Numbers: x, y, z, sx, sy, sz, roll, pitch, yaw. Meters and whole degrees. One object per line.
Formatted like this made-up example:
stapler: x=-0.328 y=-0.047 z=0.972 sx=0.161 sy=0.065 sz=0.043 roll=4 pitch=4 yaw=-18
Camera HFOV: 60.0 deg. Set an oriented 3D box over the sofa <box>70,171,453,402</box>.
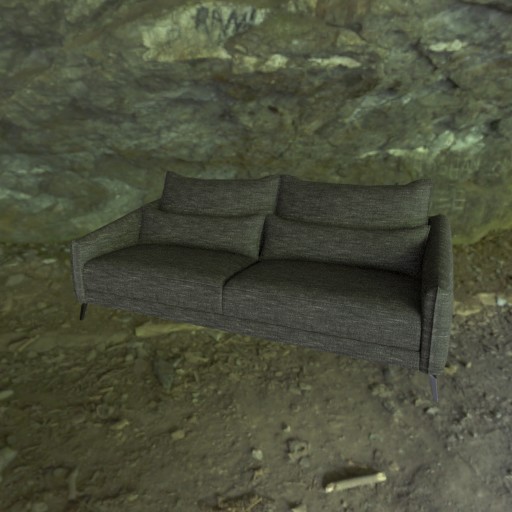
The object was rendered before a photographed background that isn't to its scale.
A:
sofa: x=0.000 y=0.000 z=2.428 sx=2.019 sy=0.843 sz=0.807 roll=7 pitch=16 yaw=25
